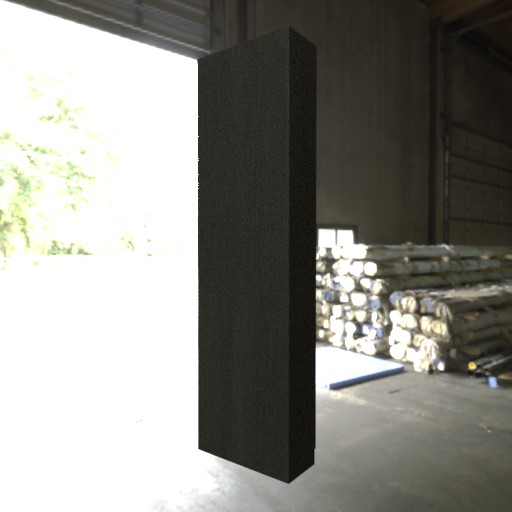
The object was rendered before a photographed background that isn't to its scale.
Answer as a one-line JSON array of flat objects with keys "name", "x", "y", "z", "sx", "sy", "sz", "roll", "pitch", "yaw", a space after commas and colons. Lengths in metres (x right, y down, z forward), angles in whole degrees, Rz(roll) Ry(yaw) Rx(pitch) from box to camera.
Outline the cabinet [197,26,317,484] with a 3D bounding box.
[{"name": "cabinet", "x": 0.000, "y": 0.000, "z": 1.975, "sx": 0.500, "sy": 1.790, "sz": 0.230, "roll": 1, "pitch": 1, "yaw": 37}]
